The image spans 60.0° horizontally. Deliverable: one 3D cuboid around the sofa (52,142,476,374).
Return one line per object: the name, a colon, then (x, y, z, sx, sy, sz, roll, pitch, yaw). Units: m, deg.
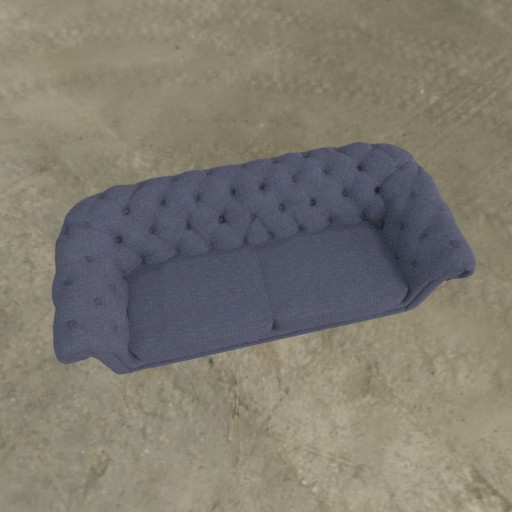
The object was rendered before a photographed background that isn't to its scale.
sofa: (0.000, 0.000, 2.848, 2.335, 0.836, 1.046, -11, 64, -6)
